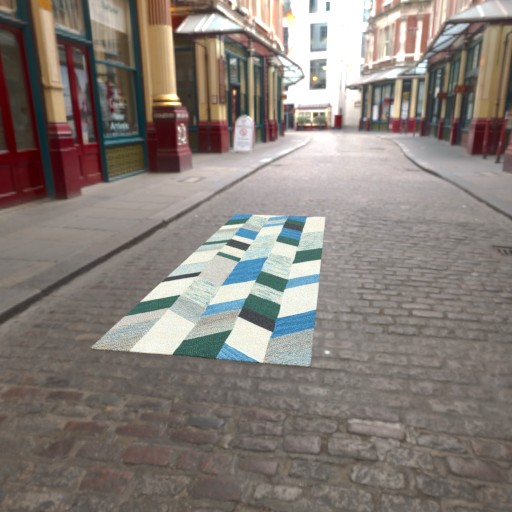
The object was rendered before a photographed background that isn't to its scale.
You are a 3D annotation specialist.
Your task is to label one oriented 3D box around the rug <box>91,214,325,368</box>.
[{"bbox_3d":[0.000,0.000,2.636,0.774,0.008,2.437,3,17,9],"label":"rug"}]
